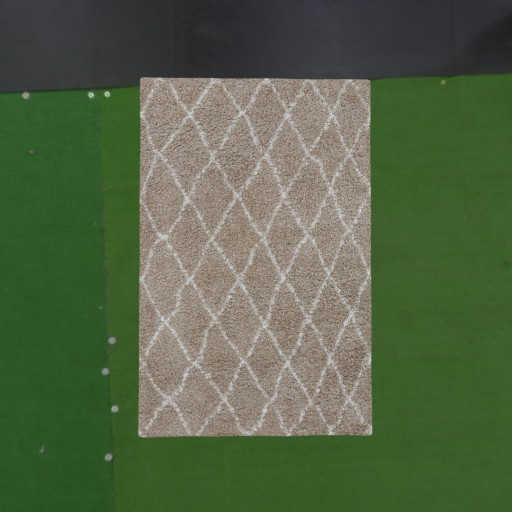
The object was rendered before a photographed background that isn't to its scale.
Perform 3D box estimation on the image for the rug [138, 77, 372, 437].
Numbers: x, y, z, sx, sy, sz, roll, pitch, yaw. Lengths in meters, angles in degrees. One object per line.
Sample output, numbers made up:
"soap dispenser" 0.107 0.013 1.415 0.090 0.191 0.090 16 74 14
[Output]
"rug" 0.000 0.000 3.401 1.778 0.030 2.743 0 89 -1
